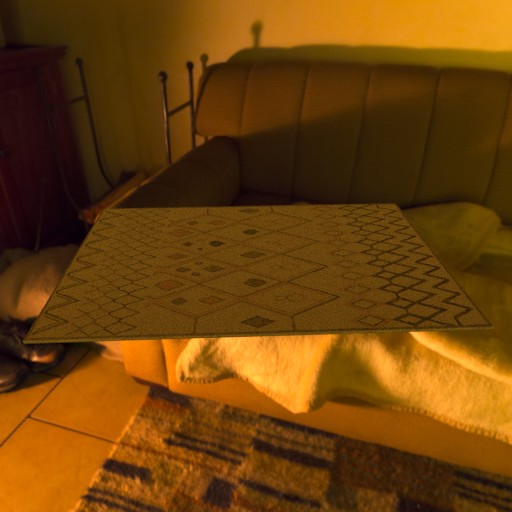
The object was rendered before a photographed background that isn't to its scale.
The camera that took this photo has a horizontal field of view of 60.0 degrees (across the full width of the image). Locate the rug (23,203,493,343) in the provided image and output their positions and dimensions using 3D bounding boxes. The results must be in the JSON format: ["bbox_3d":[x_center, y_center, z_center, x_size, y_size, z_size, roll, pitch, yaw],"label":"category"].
[{"bbox_3d":[0.000,0.000,2.241,1.829,0.016,1.219,-1,30,-2],"label":"rug"}]
